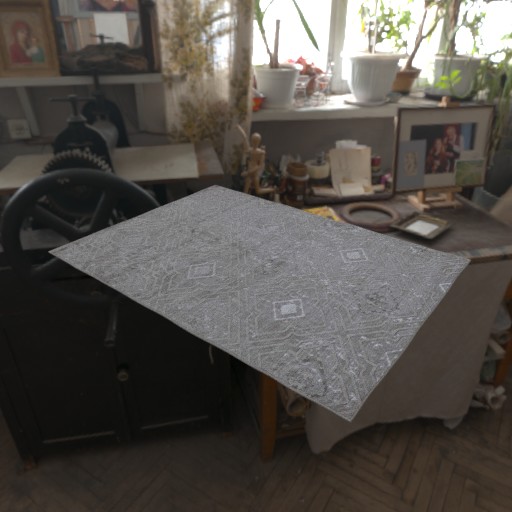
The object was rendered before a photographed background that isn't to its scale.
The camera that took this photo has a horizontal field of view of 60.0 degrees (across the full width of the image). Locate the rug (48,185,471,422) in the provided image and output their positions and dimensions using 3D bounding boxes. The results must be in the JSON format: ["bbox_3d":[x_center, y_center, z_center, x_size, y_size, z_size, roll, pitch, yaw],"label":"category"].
[{"bbox_3d":[0.000,0.000,4.338,3.359,0.020,2.448,21,36,33],"label":"rug"}]
